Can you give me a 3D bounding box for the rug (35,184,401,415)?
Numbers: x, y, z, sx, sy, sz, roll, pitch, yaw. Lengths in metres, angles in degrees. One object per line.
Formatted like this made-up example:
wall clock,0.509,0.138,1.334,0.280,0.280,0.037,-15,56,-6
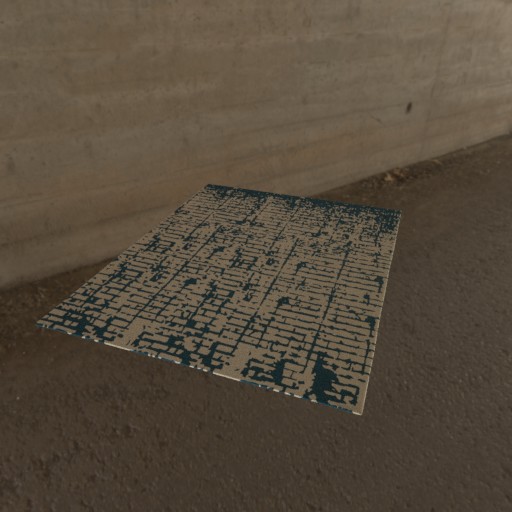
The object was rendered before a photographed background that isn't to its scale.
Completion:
rug,0.000,0.000,4.170,2.416,0.014,3.017,11,32,17
